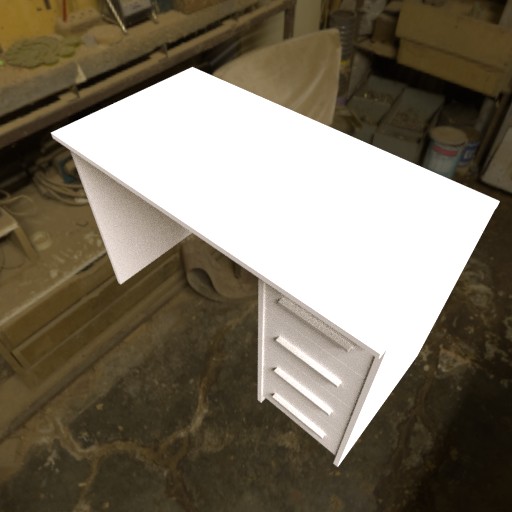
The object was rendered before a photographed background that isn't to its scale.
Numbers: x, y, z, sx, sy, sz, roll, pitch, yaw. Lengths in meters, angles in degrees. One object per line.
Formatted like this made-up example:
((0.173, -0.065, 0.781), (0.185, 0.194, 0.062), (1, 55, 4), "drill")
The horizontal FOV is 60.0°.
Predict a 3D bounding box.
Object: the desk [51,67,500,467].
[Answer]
((0.000, 0.000, 1.454), (1.096, 0.730, 0.560), (33, 56, 26), "desk")
